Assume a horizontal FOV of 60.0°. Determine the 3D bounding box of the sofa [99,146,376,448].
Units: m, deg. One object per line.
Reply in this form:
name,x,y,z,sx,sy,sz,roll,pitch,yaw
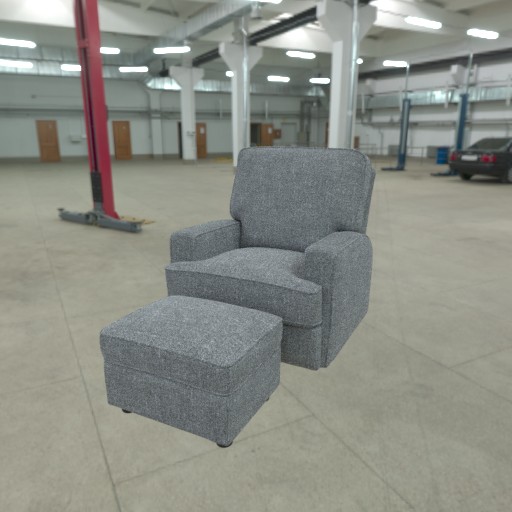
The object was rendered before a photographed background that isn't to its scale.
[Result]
sofa,0.000,0.000,2.059,0.861,0.959,1.472,8,17,26
